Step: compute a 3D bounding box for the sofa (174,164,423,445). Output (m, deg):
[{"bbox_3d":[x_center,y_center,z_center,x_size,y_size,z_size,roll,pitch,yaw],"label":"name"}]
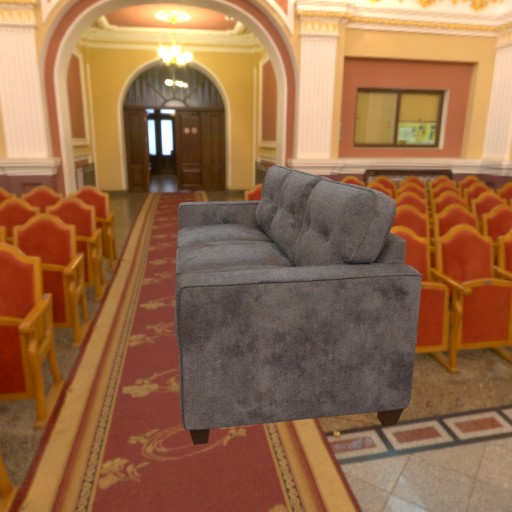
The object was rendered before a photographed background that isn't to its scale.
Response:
[{"bbox_3d":[0.000,0.000,2.622,0.939,0.965,2.133,-2,15,-9],"label":"sofa"}]
